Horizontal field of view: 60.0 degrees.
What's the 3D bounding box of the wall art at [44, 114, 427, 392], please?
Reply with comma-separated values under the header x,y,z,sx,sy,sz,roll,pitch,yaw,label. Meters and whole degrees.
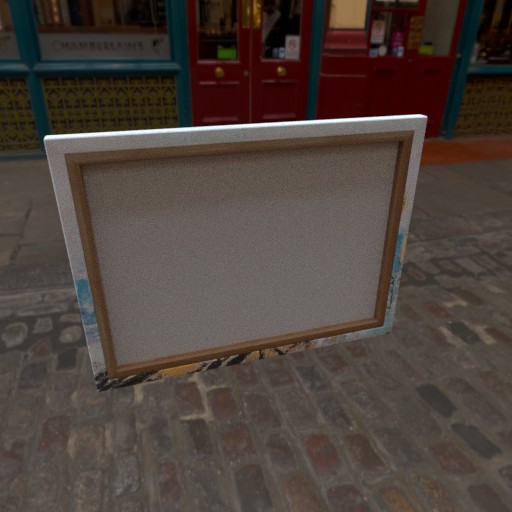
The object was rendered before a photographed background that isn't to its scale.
x,y,z,sx,sy,sz,roll,pitch,yaw,label
0.000,0.000,1.320,1.016,0.762,0.038,-8,28,-15,wall art
